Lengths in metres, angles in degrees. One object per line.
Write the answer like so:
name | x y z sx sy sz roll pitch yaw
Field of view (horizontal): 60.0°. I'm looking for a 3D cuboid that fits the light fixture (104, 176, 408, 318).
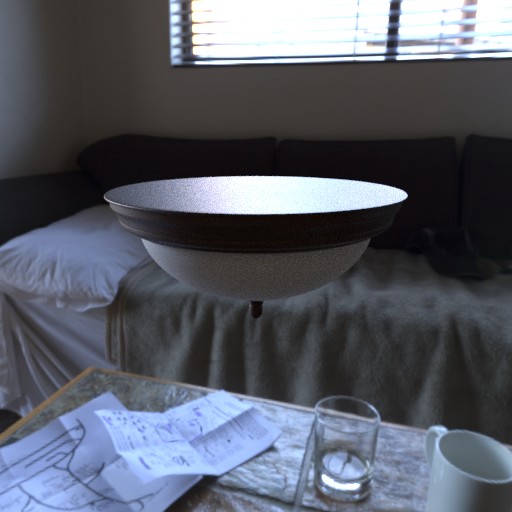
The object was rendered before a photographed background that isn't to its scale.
light fixture | 0.000 0.000 0.448 0.280 0.135 0.280 0 15 0
